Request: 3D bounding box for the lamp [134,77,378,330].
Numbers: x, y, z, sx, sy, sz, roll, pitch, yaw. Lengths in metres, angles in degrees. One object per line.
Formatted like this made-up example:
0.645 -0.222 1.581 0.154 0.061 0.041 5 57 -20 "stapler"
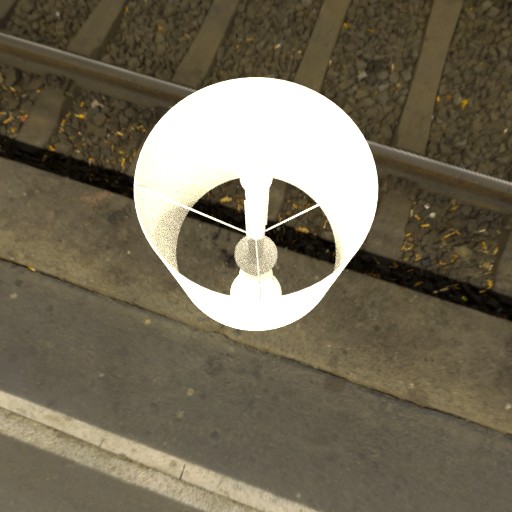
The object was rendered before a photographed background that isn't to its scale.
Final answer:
0.000 0.000 0.720 0.250 0.597 0.250 -2 74 -1 "lamp"
